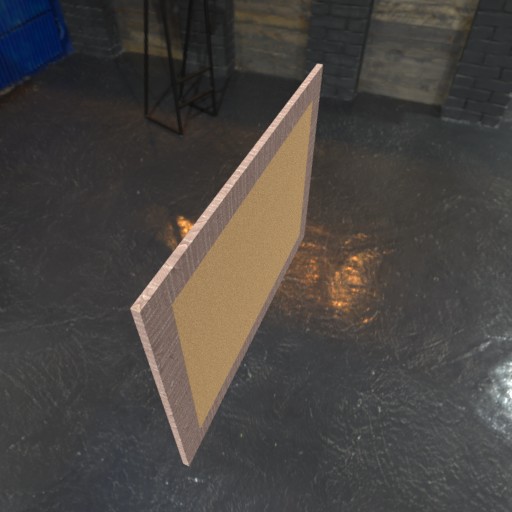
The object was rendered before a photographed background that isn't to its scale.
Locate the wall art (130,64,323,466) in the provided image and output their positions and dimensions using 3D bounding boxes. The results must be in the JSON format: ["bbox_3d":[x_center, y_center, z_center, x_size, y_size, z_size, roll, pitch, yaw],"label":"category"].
[{"bbox_3d":[0.000,0.000,1.361,0.020,0.761,1.056,17,49,16],"label":"wall art"}]
